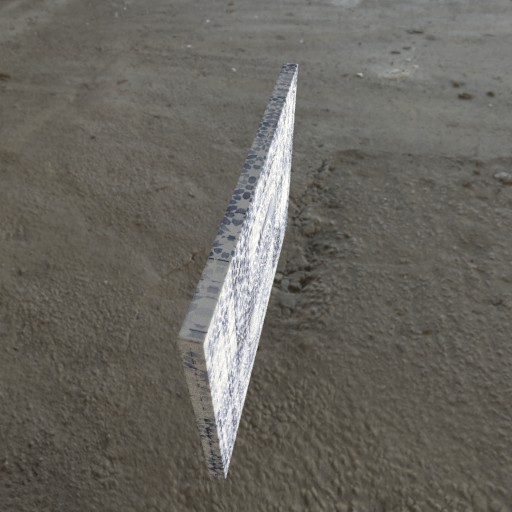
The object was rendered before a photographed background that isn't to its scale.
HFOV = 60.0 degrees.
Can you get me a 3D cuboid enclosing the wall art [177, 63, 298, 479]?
[{"bbox_3d":[0.000,0.000,0.764,0.030,0.406,0.608,9,48,8],"label":"wall art"}]
